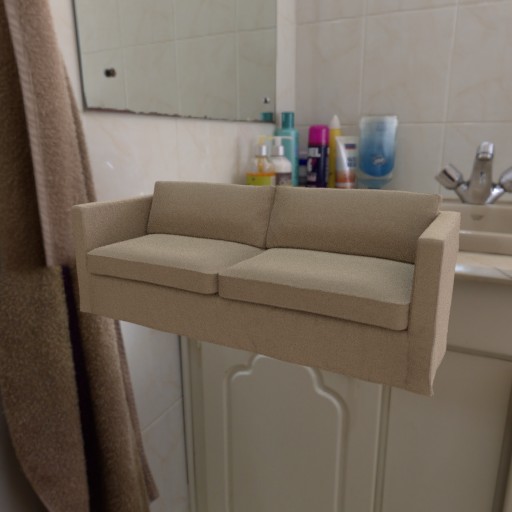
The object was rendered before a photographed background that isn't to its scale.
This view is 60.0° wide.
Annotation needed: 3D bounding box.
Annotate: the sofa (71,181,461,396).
[{"bbox_3d":[0.000,0.000,2.823,2.312,0.853,0.962,7,16,27],"label":"sofa"}]
